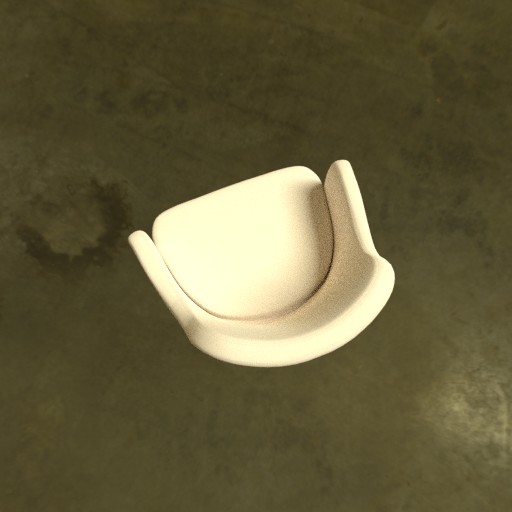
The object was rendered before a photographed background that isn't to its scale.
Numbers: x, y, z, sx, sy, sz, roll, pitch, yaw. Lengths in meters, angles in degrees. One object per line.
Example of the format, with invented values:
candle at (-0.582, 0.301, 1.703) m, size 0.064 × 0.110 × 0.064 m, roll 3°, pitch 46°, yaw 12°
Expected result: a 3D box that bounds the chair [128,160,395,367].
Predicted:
chair at (0.000, 0.000, 1.265) m, size 0.602 × 0.819 × 0.647 m, roll -20°, pitch 75°, yaw -6°
